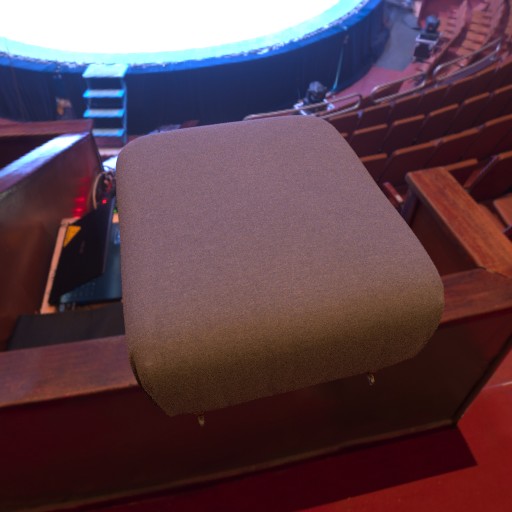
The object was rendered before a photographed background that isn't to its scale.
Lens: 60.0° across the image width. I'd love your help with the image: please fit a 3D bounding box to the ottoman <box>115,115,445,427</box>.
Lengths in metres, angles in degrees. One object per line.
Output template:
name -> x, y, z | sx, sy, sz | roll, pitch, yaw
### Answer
ottoman -> 0.000, 0.000, 1.124 | 0.622, 0.450, 0.747 | -11, 48, -10
